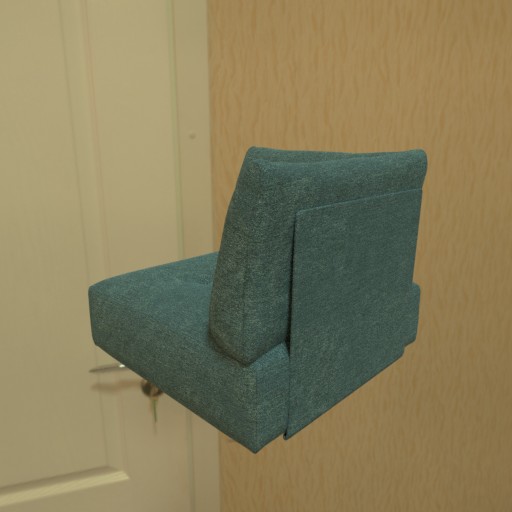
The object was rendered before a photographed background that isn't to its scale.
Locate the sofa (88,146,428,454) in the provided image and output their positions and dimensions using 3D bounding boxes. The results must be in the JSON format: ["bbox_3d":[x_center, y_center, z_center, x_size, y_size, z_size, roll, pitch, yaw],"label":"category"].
[{"bbox_3d":[0.000,0.000,1.747,1.000,0.820,1.000,14,21,42],"label":"sofa"}]
